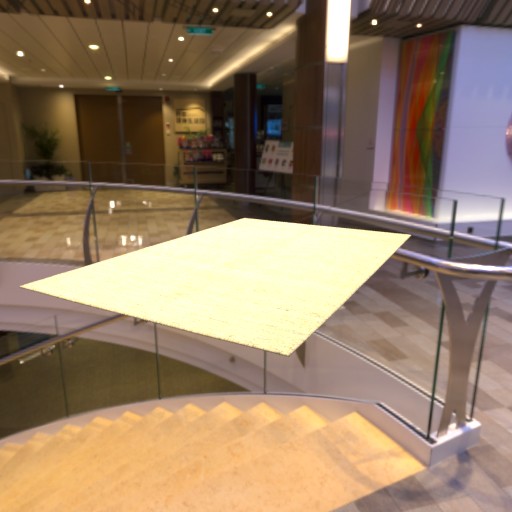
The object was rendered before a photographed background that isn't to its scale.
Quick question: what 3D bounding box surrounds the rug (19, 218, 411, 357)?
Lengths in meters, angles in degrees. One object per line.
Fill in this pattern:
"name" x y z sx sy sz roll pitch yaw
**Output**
"rug" 0.000 0.000 2.349 1.250 0.015 1.850 8 17 28
